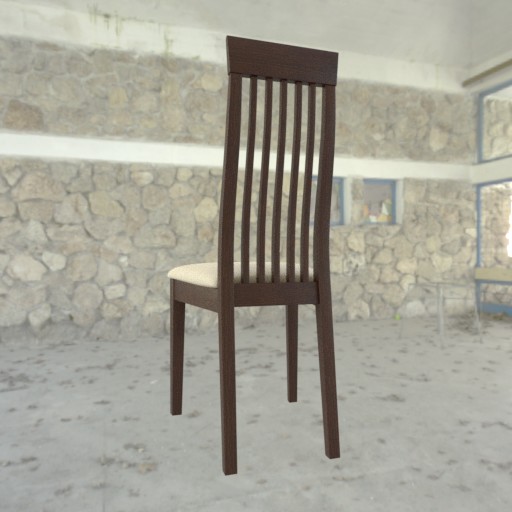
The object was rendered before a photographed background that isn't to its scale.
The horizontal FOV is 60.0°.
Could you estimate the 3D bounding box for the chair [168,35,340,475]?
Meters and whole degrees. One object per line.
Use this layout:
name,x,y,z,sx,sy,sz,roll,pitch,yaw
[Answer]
chair,0.000,0.000,1.296,0.460,1.027,0.474,0,0,-18
